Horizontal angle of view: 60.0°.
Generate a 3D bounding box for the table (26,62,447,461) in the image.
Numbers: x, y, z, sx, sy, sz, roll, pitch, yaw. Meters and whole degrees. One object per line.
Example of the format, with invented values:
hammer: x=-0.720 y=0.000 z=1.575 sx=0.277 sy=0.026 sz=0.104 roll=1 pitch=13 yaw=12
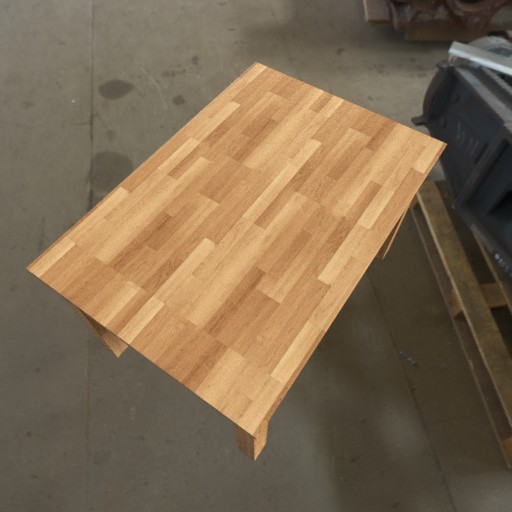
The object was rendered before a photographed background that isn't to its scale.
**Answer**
table: x=0.000 y=0.000 z=1.888 sx=0.900 sy=0.750 sz=1.300 roll=30 pitch=63 yaw=17
